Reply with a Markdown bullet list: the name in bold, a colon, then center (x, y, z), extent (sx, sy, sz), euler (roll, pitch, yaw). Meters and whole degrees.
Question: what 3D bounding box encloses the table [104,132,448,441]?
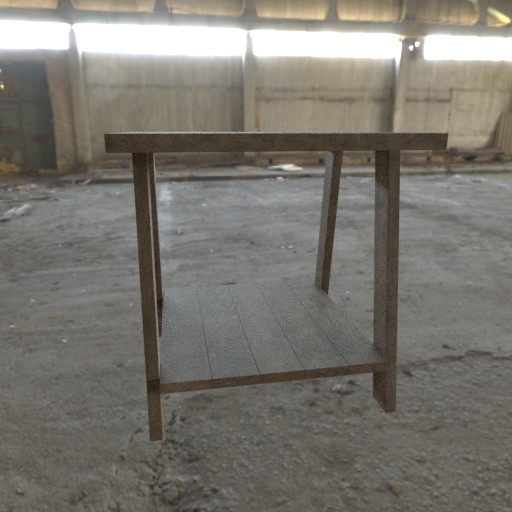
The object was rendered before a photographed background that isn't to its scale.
- **table**: center (0.000, 0.000, 1.135), extent (0.610, 0.610, 0.610), euler (-3, 16, -10)
